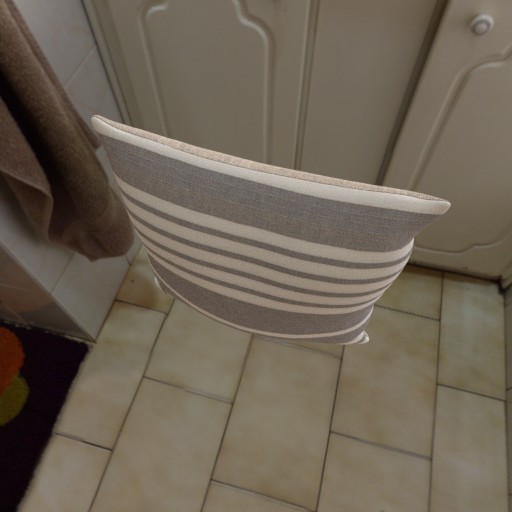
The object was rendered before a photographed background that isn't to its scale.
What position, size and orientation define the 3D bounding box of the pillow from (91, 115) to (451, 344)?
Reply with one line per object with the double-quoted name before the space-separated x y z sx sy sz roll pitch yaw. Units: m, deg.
"pillow" 0.000 0.000 0.686 0.439 0.440 0.182 15 60 9
